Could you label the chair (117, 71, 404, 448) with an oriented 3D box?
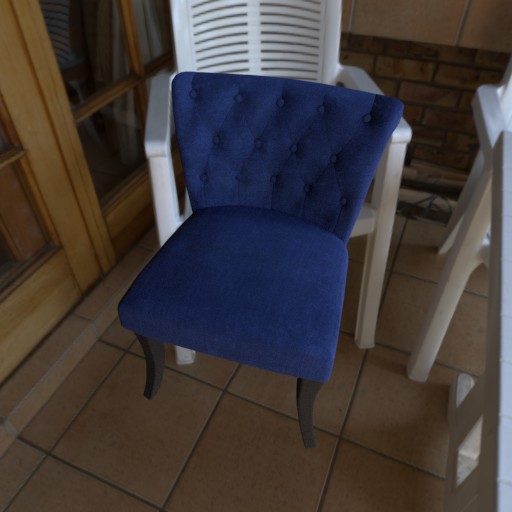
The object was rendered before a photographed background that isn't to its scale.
[{"bbox_3d":[0.000,0.000,1.188,0.585,0.753,0.606,12,45,13],"label":"chair"}]
